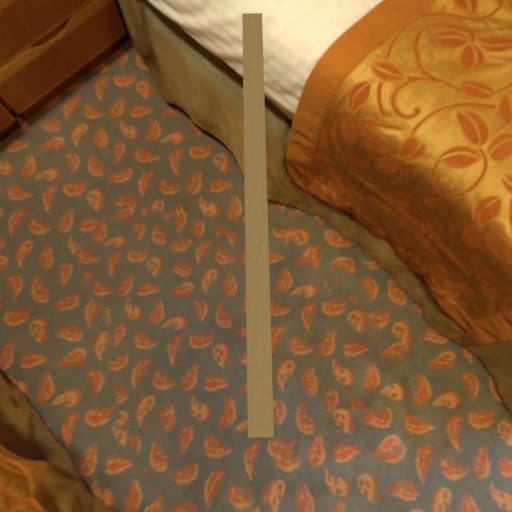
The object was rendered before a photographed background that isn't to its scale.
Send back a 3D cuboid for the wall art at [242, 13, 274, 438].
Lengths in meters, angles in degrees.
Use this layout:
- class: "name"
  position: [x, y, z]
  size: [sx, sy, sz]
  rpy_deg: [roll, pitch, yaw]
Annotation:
- class: "wall art"
  position: [0.000, 0.000, 1.119]
  size: [0.038, 0.758, 0.761]
  rpy_deg: [-1, 75, 0]
